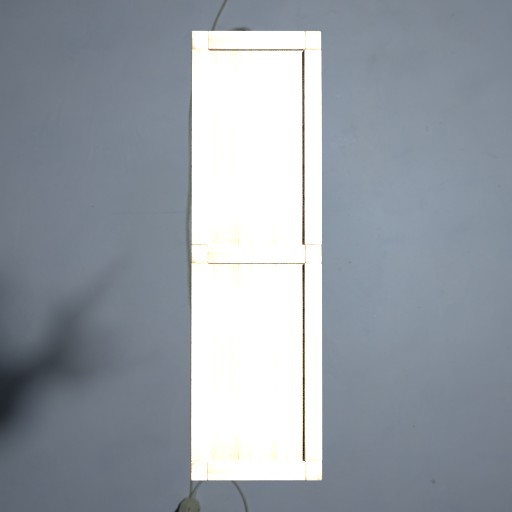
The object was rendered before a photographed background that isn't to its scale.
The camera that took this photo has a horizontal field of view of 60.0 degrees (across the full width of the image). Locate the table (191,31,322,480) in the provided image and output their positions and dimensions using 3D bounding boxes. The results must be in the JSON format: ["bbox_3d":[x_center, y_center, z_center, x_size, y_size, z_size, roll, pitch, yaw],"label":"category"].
[{"bbox_3d":[0.000,0.000,1.670,0.381,0.762,1.320,0,89,0],"label":"table"}]
